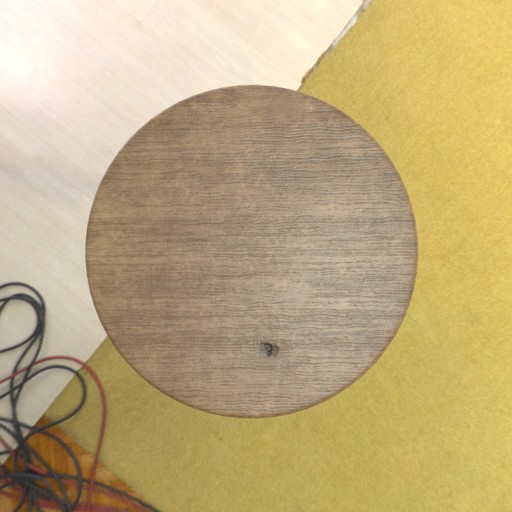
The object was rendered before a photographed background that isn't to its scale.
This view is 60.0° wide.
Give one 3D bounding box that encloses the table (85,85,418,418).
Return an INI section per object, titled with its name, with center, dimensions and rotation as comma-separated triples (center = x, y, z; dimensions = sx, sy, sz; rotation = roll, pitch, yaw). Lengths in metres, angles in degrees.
[table]
center = 0.000, 0.000, 0.795
dimensions = 0.432, 0.460, 0.432
rotation = 0, 88, 2
